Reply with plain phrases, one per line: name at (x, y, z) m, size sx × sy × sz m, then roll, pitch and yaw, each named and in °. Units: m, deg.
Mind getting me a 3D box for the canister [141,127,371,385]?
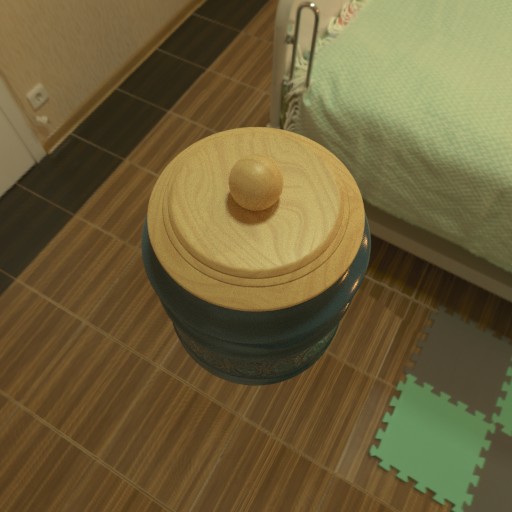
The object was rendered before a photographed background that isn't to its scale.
canister at (0.000, 0.000, 0.278) m, size 0.130 × 0.176 × 0.130 m, roll 0°, pitch 62°, yaw 0°
